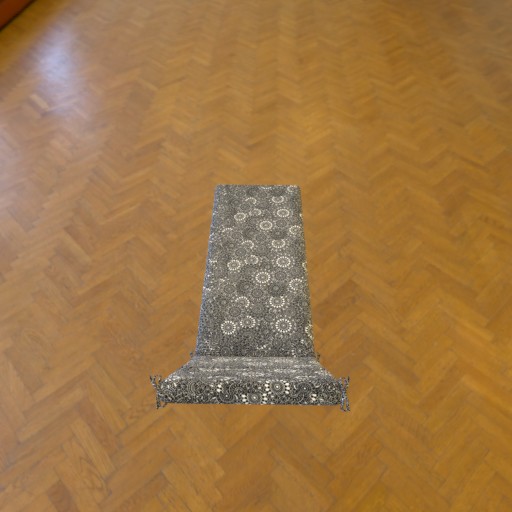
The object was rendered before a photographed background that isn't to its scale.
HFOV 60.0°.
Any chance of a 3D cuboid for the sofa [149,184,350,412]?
[{"bbox_3d":[0.000,0.000,1.974,0.582,0.622,1.663,1,47,1],"label":"sofa"}]
